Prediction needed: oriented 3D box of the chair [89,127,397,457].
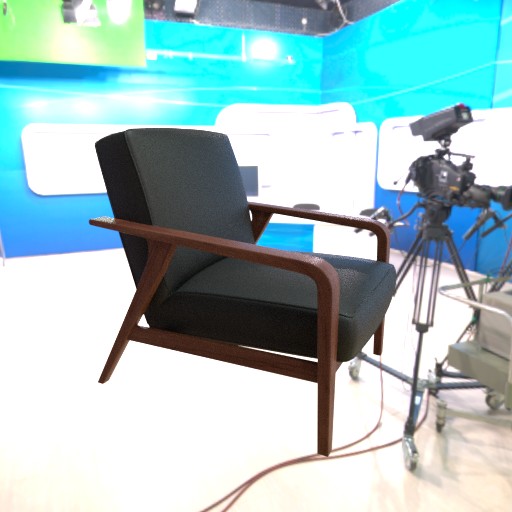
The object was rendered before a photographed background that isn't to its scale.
[{"bbox_3d":[0.000,0.000,1.536,0.889,0.861,0.719,7,15,26],"label":"chair"}]
